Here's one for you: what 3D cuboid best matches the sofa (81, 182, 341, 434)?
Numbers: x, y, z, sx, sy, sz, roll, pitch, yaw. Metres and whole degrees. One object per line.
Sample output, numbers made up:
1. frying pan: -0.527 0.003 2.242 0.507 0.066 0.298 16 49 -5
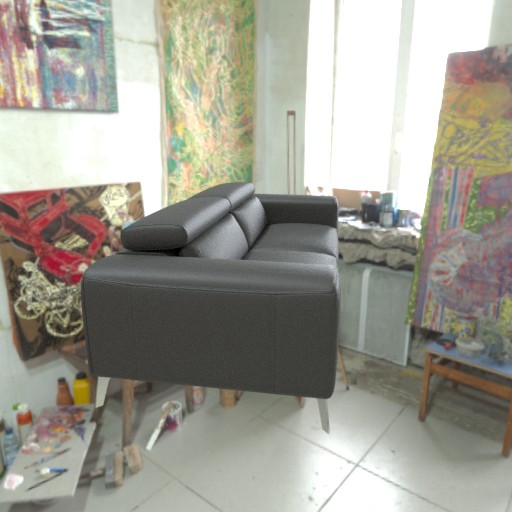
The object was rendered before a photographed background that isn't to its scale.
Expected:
1. sofa: 0.000 0.000 2.775 1.023 0.759 2.321 3 16 10
